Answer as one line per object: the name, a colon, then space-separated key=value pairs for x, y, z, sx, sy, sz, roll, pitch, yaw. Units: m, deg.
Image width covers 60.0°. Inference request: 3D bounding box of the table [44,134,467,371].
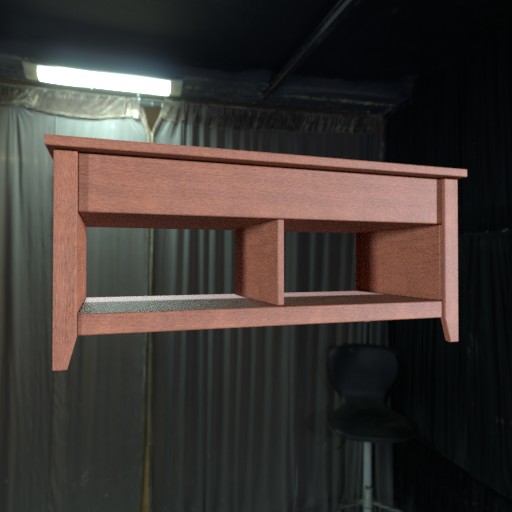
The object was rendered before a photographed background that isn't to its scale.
table: x=0.000 y=0.000 z=1.233 sx=1.016 sy=0.457 sz=0.483 roll=0 pitch=-1 yaw=-19
